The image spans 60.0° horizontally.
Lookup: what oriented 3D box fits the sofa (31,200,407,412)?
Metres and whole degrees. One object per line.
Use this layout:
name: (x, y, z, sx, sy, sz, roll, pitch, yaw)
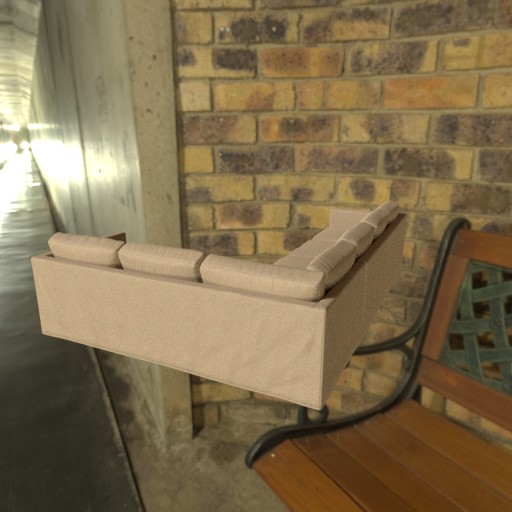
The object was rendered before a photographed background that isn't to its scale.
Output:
sofa: (0.000, 0.000, 4.421, 2.432, 0.871, 3.182, 8, 18, 25)
